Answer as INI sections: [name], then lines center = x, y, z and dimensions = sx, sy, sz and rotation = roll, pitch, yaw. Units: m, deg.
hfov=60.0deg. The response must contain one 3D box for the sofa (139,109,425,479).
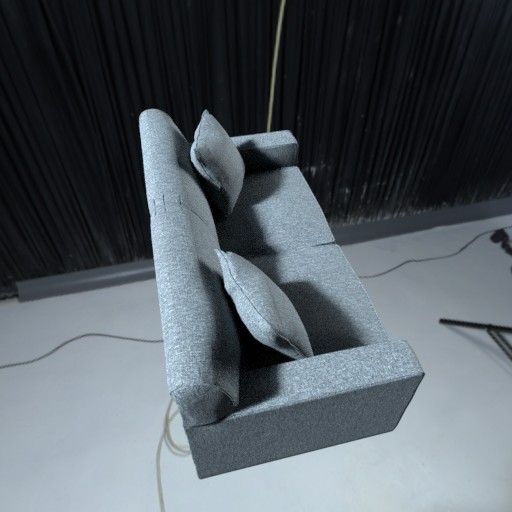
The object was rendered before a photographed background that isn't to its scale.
[sofa]
center = 0.000, 0.000, 2.371
dimensions = 0.998, 0.958, 1.846
rotation = -10, 47, -9
